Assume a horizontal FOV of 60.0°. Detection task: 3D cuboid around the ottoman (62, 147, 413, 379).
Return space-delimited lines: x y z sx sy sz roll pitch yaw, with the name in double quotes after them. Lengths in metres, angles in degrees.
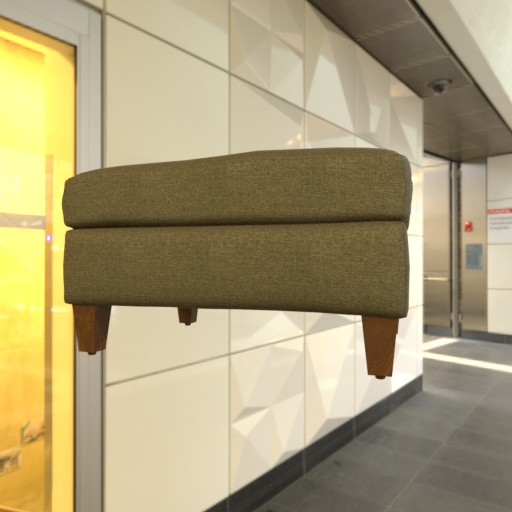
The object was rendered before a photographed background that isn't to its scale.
0.000 0.000 1.243 0.826 0.496 0.639 0 0 19 "ottoman"
